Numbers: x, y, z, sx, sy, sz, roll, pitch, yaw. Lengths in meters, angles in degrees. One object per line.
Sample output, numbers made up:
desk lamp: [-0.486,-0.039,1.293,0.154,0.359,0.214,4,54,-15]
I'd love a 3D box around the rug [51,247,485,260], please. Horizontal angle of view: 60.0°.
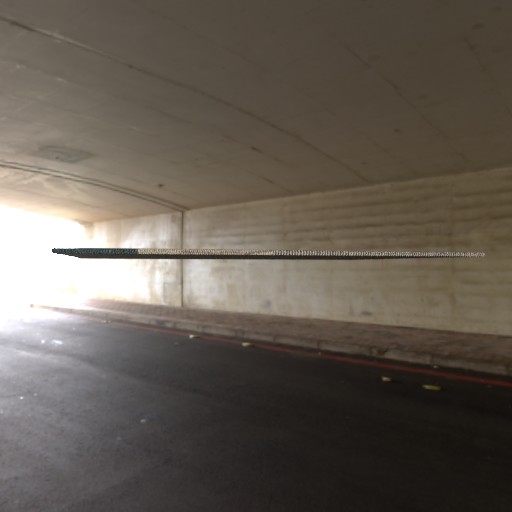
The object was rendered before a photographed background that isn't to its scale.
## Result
rug: [0.000,0.000,2.365,1.847,0.020,1.238,0,-1,-17]
